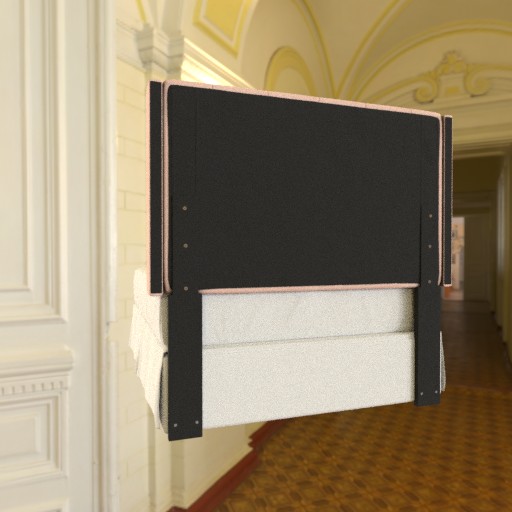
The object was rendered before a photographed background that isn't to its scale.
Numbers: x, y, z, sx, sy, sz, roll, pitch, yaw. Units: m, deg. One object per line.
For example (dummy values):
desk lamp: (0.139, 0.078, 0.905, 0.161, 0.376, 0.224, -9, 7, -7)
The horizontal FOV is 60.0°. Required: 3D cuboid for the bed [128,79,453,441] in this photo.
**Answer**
bed: (0.000, 0.000, 3.241, 1.719, 1.665, 2.066, 0, 1, -19)
